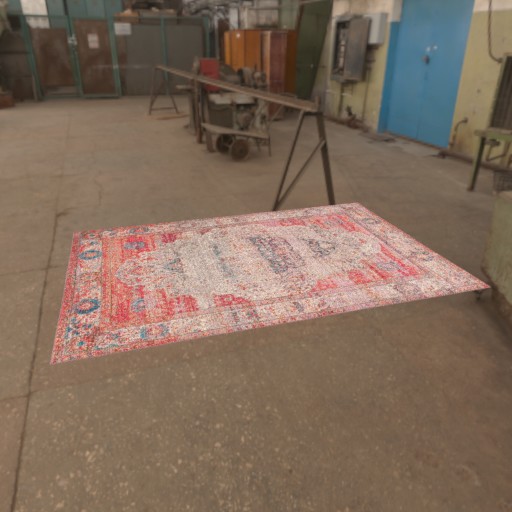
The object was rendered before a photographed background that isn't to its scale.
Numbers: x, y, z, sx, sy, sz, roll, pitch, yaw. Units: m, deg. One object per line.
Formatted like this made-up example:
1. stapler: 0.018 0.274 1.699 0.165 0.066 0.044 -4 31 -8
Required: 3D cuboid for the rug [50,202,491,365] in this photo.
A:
1. rug: 0.000 0.000 2.266 1.829 0.006 1.219 -7 27 -15
